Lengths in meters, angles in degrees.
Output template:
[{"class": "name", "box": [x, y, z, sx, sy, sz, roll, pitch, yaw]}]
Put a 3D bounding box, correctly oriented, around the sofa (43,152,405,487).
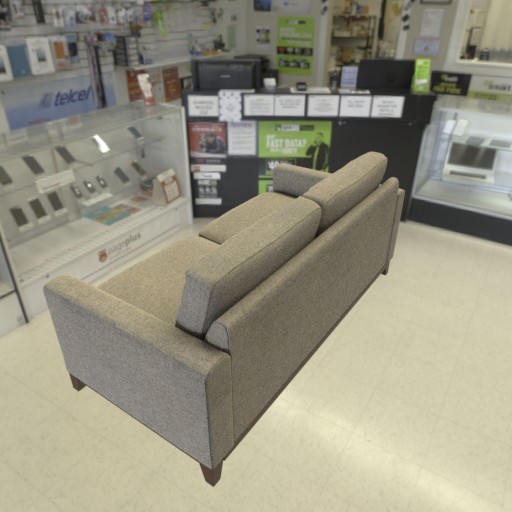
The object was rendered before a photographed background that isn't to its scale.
[{"class": "sofa", "box": [0.000, 0.000, 2.461, 0.969, 0.892, 1.978, 20, 36, 29]}]
